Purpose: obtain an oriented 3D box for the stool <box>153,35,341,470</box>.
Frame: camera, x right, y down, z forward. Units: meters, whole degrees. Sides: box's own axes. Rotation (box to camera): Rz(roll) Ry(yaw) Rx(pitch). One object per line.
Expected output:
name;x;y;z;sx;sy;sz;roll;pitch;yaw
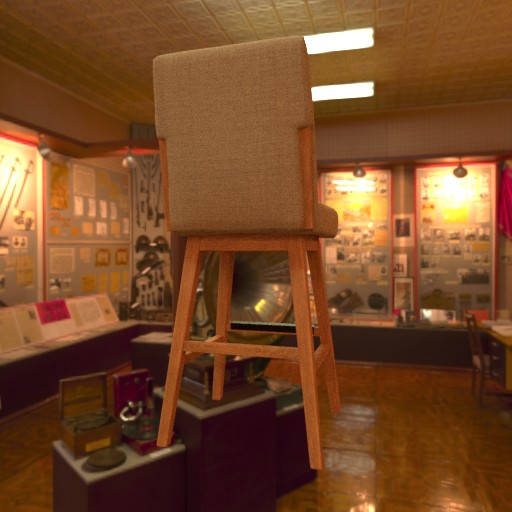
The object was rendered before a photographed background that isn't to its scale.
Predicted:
stool;0.000;0.000;1.406;0.483;1.106;0.569;0;1;17
